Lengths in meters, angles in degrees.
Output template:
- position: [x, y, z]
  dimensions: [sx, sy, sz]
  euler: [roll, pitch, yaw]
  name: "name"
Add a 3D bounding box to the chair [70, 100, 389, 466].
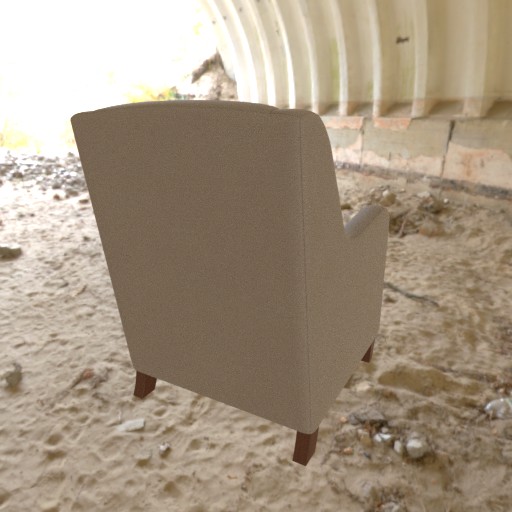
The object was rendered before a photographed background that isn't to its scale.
- position: [0.000, 0.000, 1.548]
  dimensions: [0.715, 1.010, 0.863]
  euler: [10, 20, 29]
  name: "chair"
